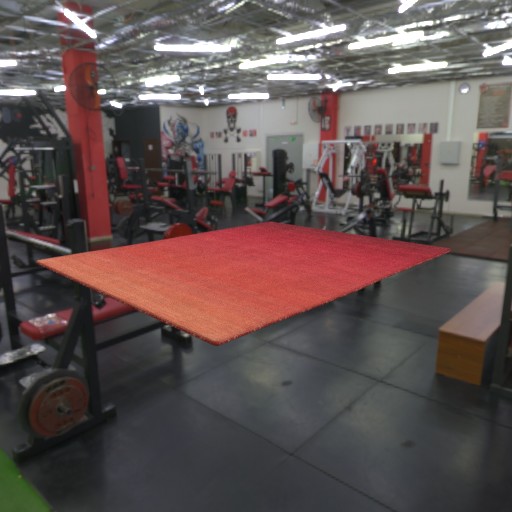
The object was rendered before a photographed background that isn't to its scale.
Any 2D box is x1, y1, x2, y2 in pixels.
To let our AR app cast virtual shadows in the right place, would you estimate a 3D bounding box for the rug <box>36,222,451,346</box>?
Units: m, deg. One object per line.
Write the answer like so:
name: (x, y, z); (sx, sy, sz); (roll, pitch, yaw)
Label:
rug: (0.000, 0.000, 3.929); (2.340, 0.028, 2.905); (13, 19, 43)
